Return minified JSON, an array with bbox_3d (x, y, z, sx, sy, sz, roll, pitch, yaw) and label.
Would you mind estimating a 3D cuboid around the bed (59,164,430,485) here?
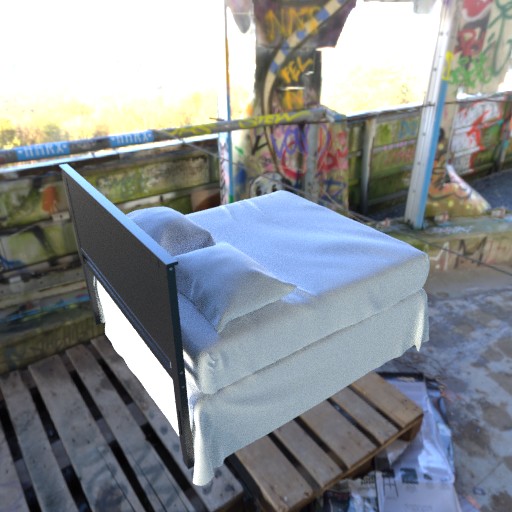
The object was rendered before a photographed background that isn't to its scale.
[{"bbox_3d":[0.000,0.000,3.153,2.050,1.270,1.870,-18,33,-31],"label":"bed"}]
